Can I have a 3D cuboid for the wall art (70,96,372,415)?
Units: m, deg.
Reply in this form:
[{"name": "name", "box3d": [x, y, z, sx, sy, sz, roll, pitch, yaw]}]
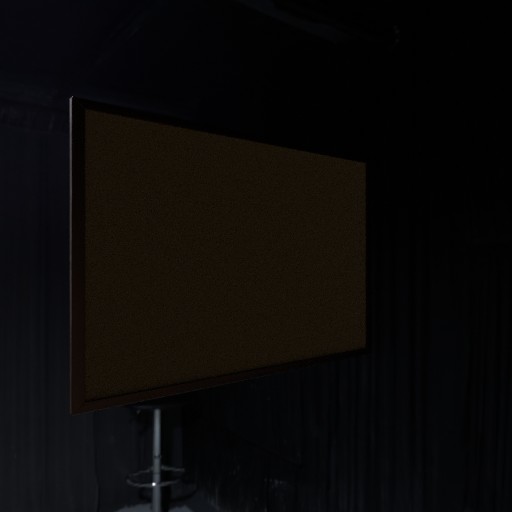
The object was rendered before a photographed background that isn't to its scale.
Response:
[{"name": "wall art", "box3d": [0.000, 0.000, 1.027, 0.816, 0.559, 0.014, 0, 0, -37]}]
